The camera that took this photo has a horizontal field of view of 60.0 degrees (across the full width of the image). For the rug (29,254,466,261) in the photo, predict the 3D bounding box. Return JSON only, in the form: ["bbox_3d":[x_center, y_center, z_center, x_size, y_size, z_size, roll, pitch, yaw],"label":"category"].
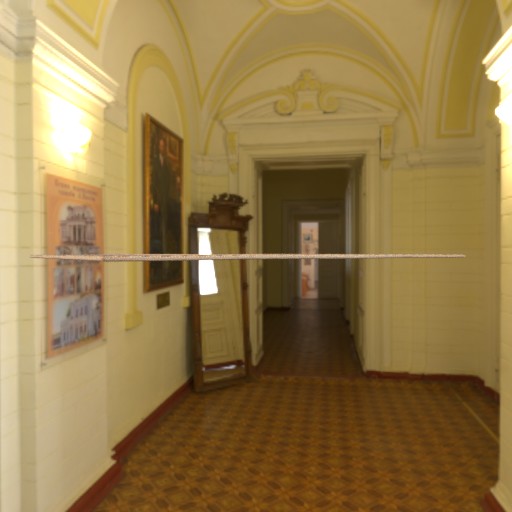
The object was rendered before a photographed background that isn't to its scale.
[{"bbox_3d":[0.000,0.000,2.918,2.464,0.023,1.521,0,0,-36],"label":"rug"}]
